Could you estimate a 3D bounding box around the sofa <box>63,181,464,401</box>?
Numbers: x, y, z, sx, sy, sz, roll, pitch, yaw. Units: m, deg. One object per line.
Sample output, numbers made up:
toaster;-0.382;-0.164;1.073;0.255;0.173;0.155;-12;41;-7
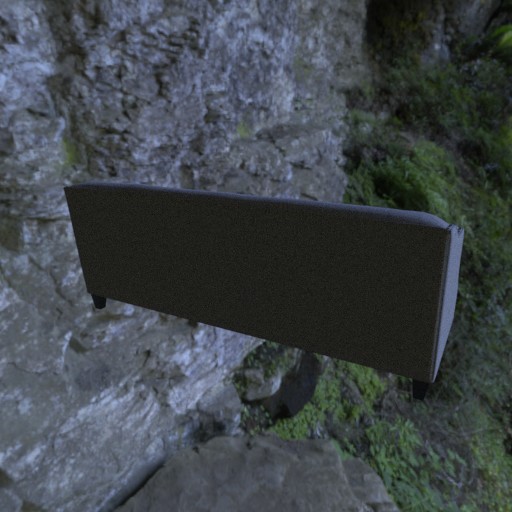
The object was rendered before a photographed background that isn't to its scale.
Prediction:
sofa;0.000;0.000;2.715;2.235;0.901;0.914;9;20;28
